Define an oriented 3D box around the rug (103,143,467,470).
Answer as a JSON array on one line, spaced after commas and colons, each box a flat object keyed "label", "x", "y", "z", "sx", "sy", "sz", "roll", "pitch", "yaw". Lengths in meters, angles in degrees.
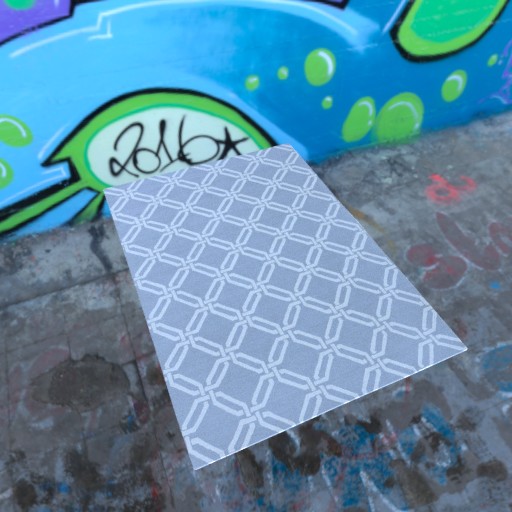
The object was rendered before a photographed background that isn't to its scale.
[{"label": "rug", "x": 0.000, "y": 0.000, "z": 2.803, "sx": 1.522, "sy": 0.013, "sz": 2.133, "roll": -18, "pitch": 50, "yaw": -16}]
